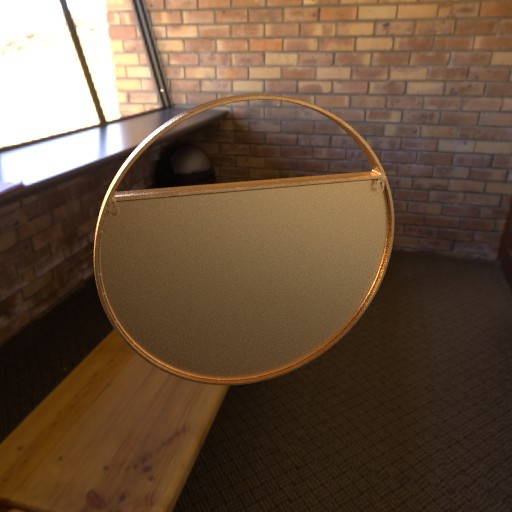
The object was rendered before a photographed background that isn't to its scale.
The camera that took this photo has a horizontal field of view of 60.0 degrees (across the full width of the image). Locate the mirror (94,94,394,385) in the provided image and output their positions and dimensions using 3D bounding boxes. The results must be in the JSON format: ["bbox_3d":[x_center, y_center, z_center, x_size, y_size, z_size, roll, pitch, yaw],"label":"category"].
[{"bbox_3d":[0.000,0.000,0.824,0.565,0.565,0.032,-7,25,-16],"label":"mirror"}]
